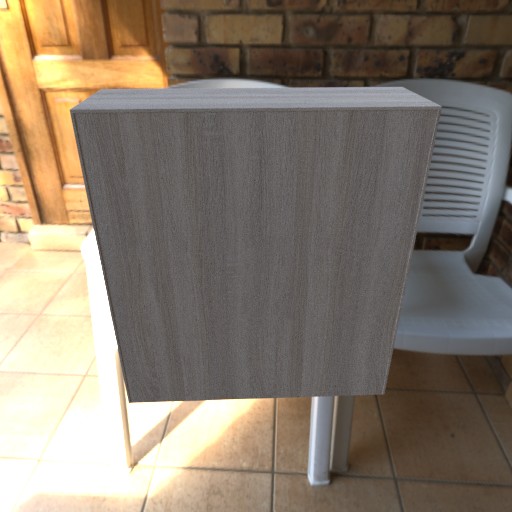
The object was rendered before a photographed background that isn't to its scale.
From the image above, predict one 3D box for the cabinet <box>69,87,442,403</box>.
[{"bbox_3d":[0.000,0.000,3.001,1.870,2.060,0.620,-1,30,-2],"label":"cabinet"}]
